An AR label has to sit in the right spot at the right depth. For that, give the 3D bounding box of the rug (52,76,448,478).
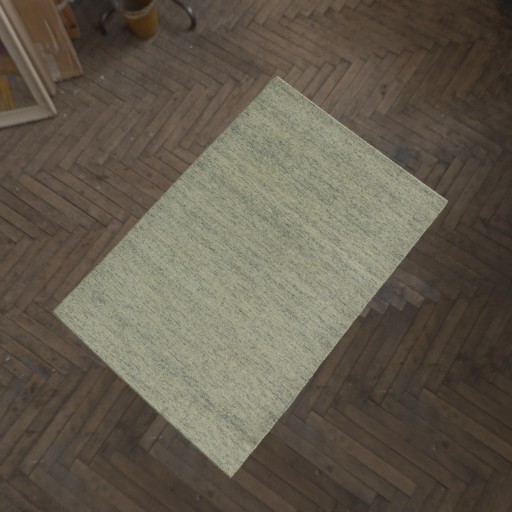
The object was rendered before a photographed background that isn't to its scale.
[{"bbox_3d":[0.000,0.000,2.381,1.243,0.014,1.846,39,80,9],"label":"rug"}]
